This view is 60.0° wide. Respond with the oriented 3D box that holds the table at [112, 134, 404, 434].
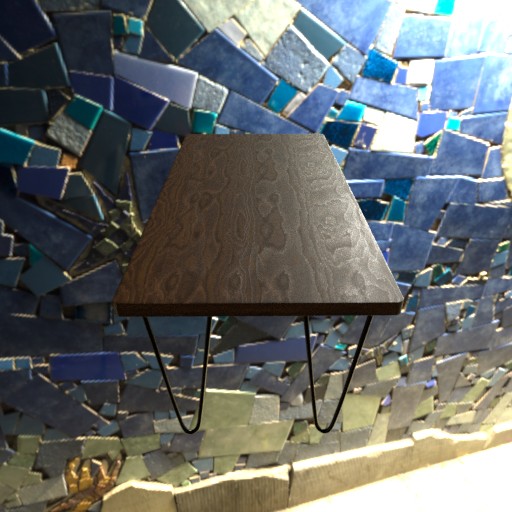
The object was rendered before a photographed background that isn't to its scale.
[{"bbox_3d":[0.000,0.000,2.282,0.883,0.753,1.791,0,31,0],"label":"table"}]
